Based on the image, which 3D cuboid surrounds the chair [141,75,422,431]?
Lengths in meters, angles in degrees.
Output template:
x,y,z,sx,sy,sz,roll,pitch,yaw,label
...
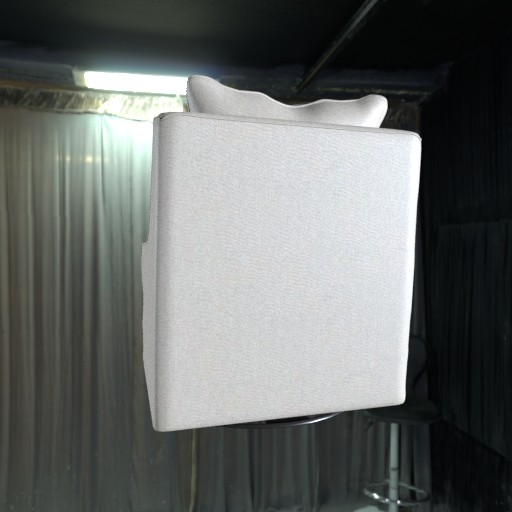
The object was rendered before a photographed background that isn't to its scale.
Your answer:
x,y,z,sx,sy,sz,roll,pitch,yaw,label
0.000,0.000,1.560,0.760,0.942,0.876,0,1,-16,chair
